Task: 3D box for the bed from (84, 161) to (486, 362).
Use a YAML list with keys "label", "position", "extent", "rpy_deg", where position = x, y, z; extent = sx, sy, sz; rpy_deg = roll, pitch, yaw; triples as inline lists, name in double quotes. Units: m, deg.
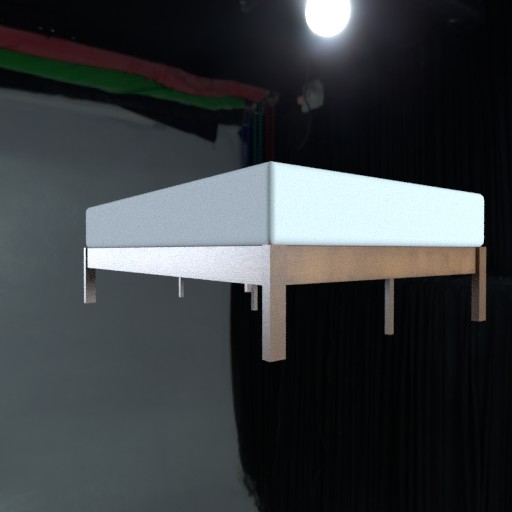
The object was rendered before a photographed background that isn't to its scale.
- label: "bed"
  position: [0.000, 0.000, 2.518]
  extent: [1.348, 0.616, 1.927]
  rpy_deg: [-1, 1, -37]
